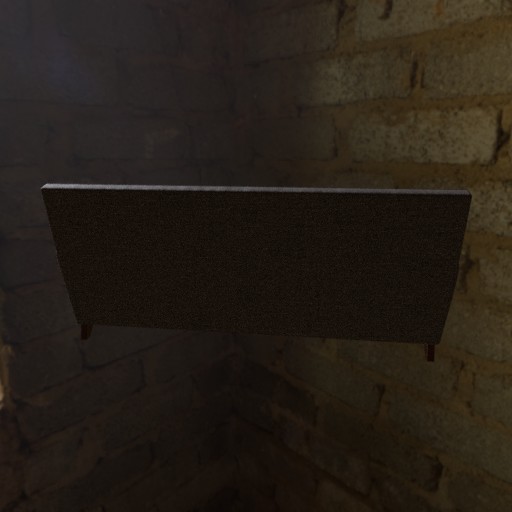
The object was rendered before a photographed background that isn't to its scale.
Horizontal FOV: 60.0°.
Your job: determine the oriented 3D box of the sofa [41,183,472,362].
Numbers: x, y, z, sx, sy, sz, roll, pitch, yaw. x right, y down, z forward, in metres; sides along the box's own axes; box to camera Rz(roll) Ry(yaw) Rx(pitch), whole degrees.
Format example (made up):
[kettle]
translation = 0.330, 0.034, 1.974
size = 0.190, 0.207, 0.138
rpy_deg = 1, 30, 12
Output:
[sofa]
translation = 0.000, 0.000, 2.452
size = 1.976, 0.846, 0.875
rpy_deg = 2, 15, 7
